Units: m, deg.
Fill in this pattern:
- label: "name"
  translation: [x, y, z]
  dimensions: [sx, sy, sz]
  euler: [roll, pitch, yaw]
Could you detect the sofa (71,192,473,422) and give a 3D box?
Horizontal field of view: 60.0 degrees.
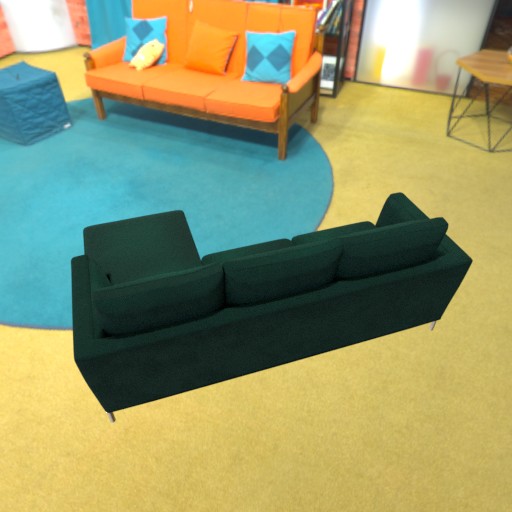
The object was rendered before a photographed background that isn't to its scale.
- label: "sofa"
  translation: [0.000, 0.000, 3.214]
  dimensions: [2.441, 1.007, 1.489]
  euler: [-12, 43, -14]
